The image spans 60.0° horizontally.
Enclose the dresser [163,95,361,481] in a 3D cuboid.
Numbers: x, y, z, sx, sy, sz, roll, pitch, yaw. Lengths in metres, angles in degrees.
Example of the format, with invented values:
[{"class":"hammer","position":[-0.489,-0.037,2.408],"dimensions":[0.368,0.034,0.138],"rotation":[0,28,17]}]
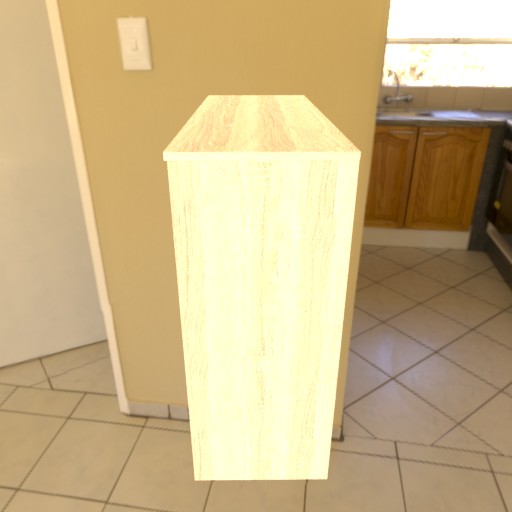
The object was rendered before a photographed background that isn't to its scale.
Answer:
[{"class":"dresser","position":[0.000,0.000,1.458],"dimensions":[0.380,0.900,0.980],"rotation":[0,26,-1]}]
